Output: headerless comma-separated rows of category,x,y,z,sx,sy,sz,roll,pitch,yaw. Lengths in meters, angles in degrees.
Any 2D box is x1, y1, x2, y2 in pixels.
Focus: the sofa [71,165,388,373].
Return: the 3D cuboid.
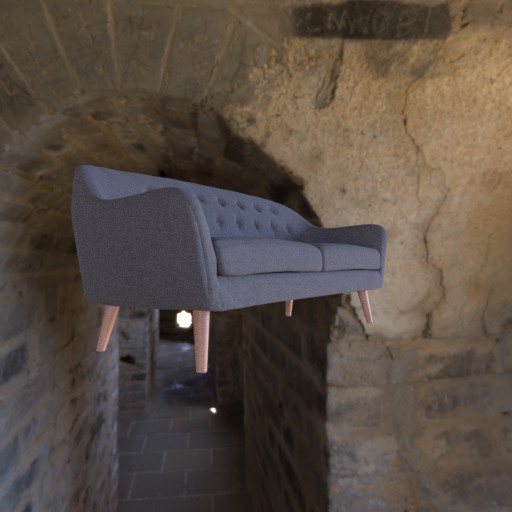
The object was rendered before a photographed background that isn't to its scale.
sofa,0.000,0.000,2.338,0.820,0.820,1.840,0,-1,36
